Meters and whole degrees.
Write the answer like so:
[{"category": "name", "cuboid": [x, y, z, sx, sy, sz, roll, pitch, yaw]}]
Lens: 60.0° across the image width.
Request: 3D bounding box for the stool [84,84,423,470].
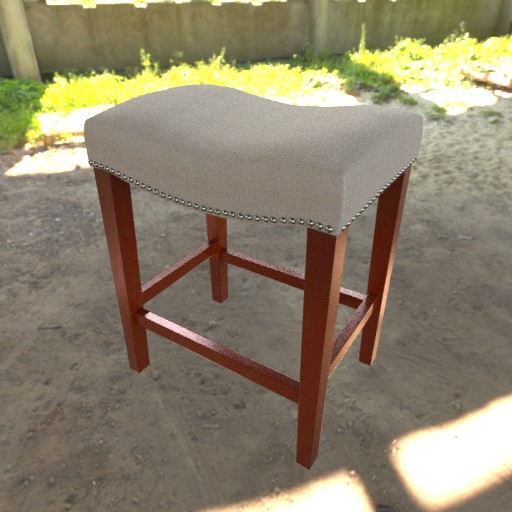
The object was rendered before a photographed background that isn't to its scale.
[{"category": "stool", "cuboid": [0.000, 0.000, 0.941, 0.509, 0.632, 0.375, 19, 36, 28]}]
